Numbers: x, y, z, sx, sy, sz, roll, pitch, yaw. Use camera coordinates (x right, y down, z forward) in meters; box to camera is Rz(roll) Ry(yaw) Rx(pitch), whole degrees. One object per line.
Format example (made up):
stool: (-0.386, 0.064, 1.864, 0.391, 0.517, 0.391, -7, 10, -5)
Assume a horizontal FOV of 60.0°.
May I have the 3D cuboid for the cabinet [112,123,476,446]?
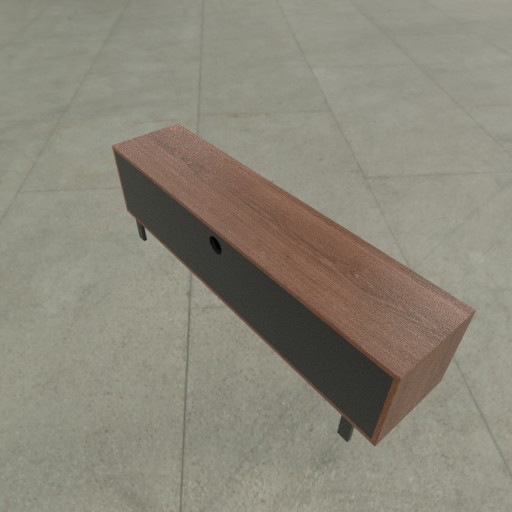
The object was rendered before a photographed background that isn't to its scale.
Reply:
cabinet: (0.000, 0.000, 1.883, 0.400, 0.500, 1.650, -29, 49, -29)
